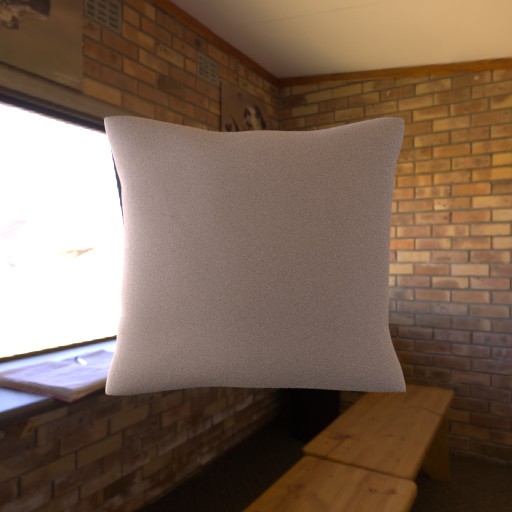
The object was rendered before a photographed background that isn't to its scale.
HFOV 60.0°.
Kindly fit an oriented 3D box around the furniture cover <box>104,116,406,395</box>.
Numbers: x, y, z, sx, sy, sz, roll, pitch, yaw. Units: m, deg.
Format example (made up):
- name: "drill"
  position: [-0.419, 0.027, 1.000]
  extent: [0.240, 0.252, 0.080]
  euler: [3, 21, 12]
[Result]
- name: "furniture cover"
  position: [0.000, 0.000, 0.810]
  extent: [0.552, 0.509, 0.193]
  euler: [0, 0, -1]
